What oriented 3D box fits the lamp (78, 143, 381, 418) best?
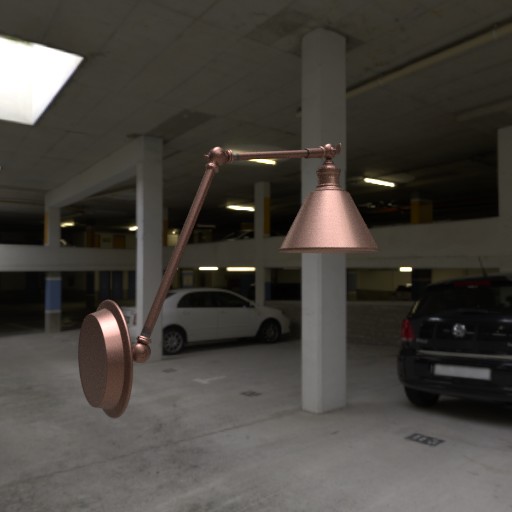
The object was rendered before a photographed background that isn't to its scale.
[{"bbox_3d":[0.000,0.000,0.862,0.624,0.502,0.223,1,-2,-37],"label":"lamp"}]
